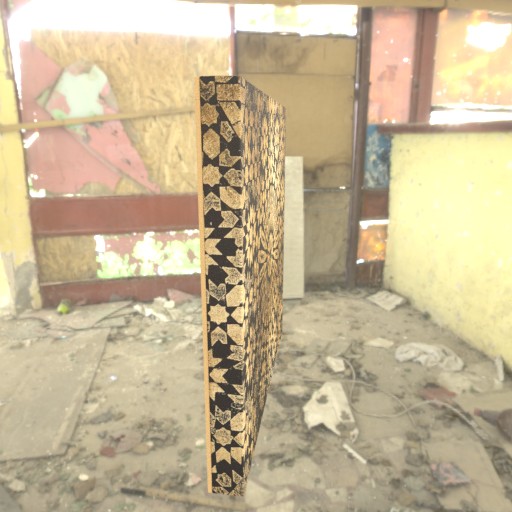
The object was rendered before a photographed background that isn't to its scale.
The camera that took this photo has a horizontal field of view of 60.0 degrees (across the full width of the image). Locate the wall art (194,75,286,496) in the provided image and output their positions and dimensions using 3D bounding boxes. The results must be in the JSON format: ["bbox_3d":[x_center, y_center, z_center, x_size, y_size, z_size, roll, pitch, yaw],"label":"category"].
[{"bbox_3d":[0.000,0.000,0.600,0.038,0.405,0.405,2,15,9],"label":"wall art"}]
